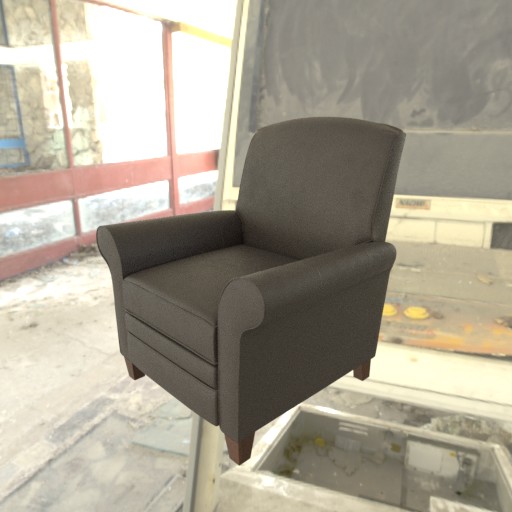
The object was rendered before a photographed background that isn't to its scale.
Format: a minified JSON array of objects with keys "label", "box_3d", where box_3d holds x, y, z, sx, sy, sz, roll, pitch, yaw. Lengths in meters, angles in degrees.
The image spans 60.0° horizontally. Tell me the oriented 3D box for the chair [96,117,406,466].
[{"label":"chair","box_3d":[0.000,0.000,1.766,0.902,1.061,0.978,-16,23,-41]}]
